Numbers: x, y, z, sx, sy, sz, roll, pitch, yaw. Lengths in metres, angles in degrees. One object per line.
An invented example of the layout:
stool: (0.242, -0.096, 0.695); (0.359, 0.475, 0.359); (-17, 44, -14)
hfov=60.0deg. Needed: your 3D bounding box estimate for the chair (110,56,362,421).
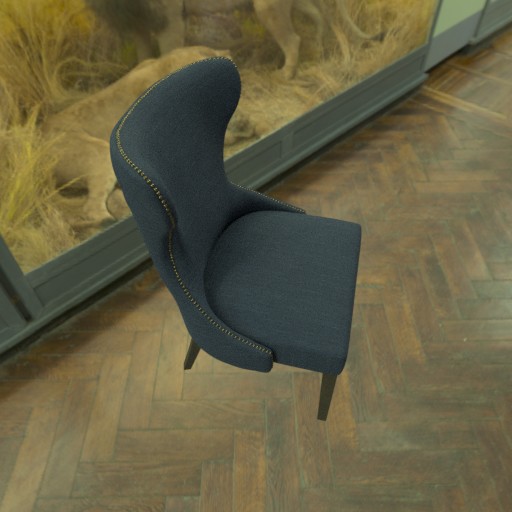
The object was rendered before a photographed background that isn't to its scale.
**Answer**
chair: (0.000, 0.000, 1.368); (0.635, 0.967, 0.628); (10, 48, 9)
